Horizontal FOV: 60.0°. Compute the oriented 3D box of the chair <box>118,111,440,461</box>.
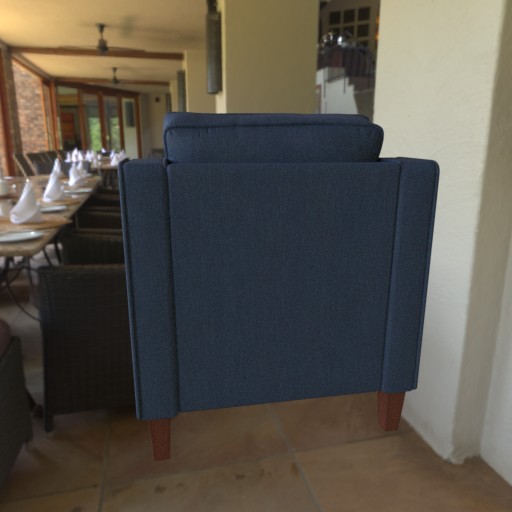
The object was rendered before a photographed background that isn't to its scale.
[{"bbox_3d":[0.000,0.000,1.611,0.831,0.960,0.909,-3,14,-11],"label":"chair"}]
